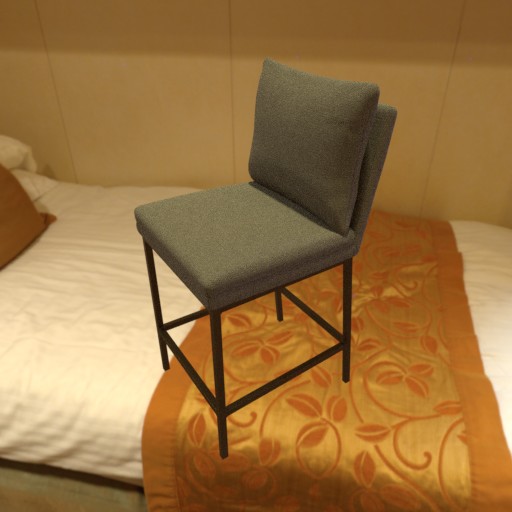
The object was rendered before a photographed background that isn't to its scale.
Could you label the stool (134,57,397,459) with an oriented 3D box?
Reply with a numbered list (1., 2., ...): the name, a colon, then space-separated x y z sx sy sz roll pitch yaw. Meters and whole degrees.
1. stool: 0.000 0.000 1.341 0.569 1.031 0.463 -20 37 -28
